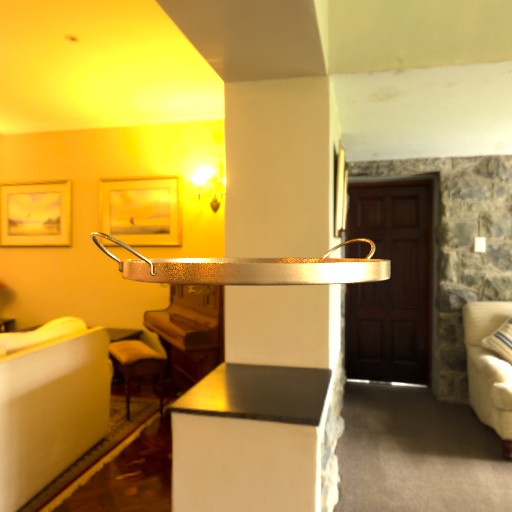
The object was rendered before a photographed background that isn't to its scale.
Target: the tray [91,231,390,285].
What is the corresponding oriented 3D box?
[{"bbox_3d":[0.000,0.000,0.755,0.543,0.069,0.438,0,1,-36],"label":"tray"}]
